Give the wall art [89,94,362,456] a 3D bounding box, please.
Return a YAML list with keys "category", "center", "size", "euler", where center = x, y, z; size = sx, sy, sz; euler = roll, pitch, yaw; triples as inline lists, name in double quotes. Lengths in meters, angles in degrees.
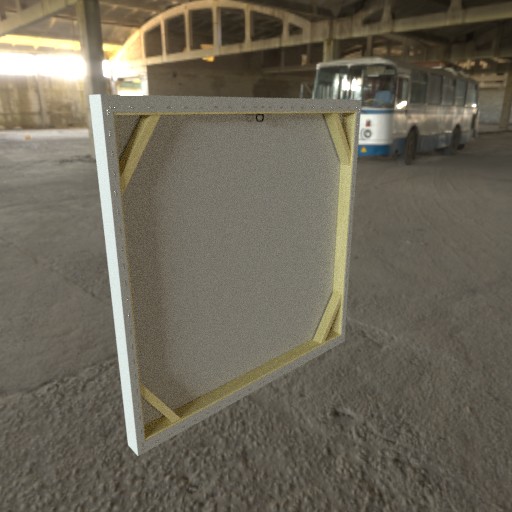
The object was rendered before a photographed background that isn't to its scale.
- category: "wall art"
  center: [0.000, 0.000, 0.907]
  size: [0.610, 0.610, 0.038]
  euler: [-16, 24, -40]
